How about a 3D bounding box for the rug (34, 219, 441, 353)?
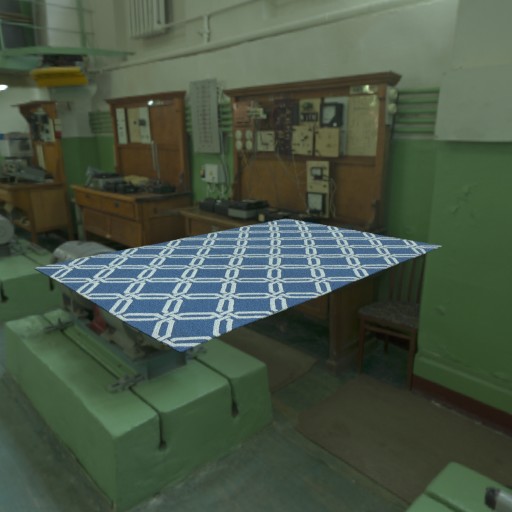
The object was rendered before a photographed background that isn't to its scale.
[{"bbox_3d":[0.000,0.000,2.234,1.755,0.010,1.153,-15,21,-43],"label":"rug"}]
